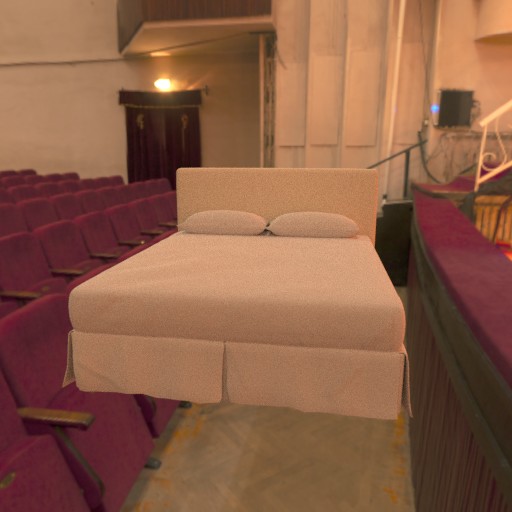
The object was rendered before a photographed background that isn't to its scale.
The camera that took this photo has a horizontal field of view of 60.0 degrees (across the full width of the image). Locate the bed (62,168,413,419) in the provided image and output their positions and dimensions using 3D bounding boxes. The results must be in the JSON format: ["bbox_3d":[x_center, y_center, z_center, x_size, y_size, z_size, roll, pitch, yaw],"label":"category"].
[{"bbox_3d":[0.000,0.000,3.559,2.119,1.317,2.341,2,13,9],"label":"bed"}]
